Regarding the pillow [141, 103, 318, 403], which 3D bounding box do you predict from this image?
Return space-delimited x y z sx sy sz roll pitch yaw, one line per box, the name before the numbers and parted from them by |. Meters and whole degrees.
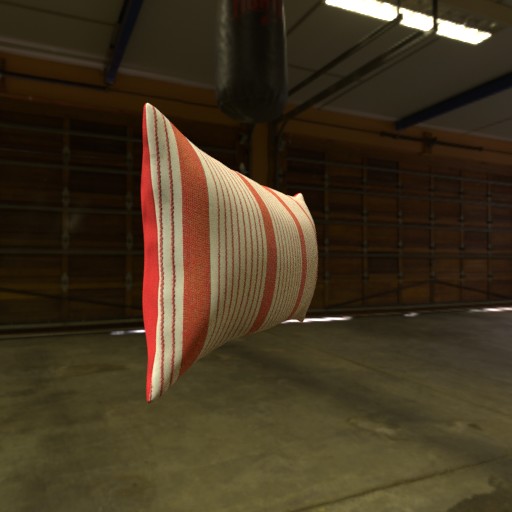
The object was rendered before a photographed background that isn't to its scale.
pillow | 0.000 0.000 0.720 0.151 0.297 0.608 0 -1 20
